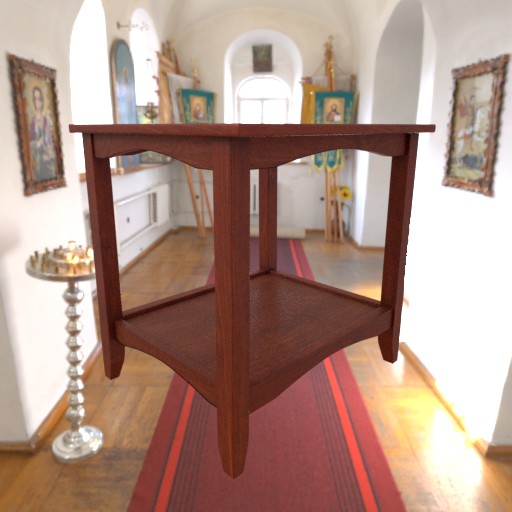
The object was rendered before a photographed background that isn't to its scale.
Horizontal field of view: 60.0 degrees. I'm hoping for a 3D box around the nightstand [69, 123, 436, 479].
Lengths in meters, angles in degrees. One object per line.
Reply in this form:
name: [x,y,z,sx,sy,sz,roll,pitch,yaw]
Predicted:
nightstand: [0.000,0.000,0.980,0.558,0.558,0.501,-16,23,-43]
